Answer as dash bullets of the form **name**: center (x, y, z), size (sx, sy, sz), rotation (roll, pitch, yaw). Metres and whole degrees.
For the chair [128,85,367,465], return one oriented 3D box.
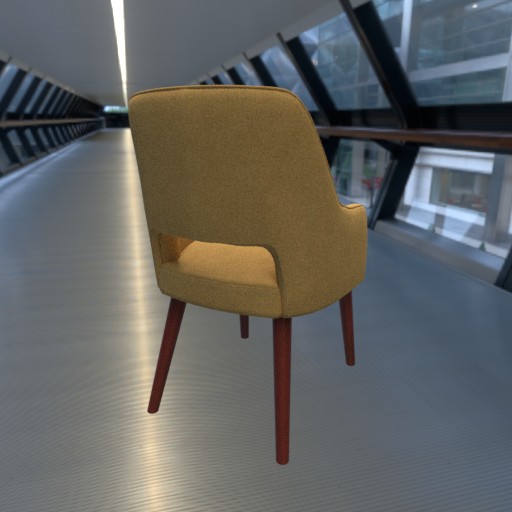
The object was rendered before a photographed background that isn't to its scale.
- **chair**: center (0.000, 0.000, 1.242), size (0.548, 0.849, 0.605), rotation (9, 18, 28)
